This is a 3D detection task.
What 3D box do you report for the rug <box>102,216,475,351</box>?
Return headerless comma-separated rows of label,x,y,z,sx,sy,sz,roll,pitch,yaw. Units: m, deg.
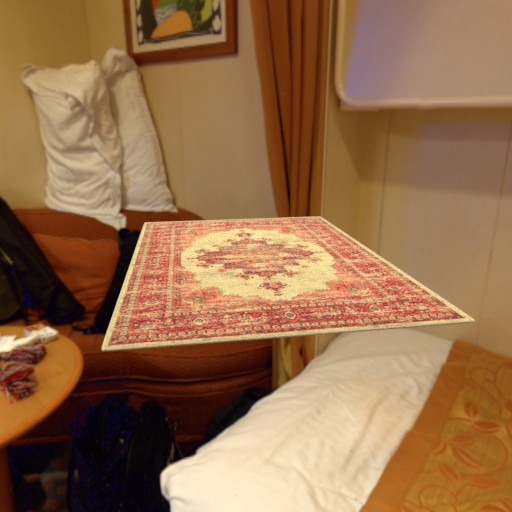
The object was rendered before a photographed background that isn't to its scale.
rug,0.000,0.000,3.660,2.005,0.014,2.878,-3,17,-9
